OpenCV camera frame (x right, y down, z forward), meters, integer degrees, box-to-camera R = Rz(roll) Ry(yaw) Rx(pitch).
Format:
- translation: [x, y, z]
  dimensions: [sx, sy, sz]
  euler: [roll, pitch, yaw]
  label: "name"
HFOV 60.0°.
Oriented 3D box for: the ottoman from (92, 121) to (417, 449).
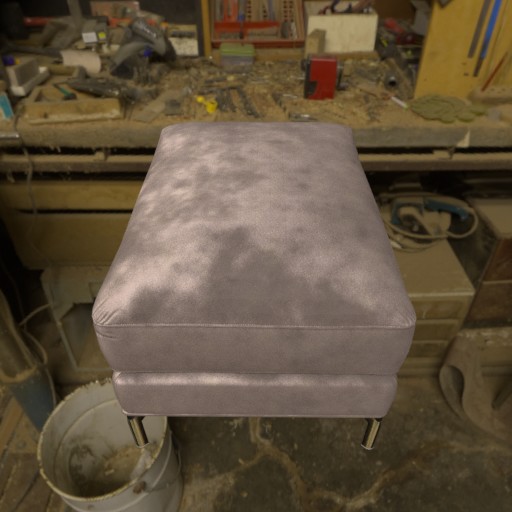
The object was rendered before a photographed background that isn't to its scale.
- translation: [0.000, 0.000, 1.048]
  dimensions: [0.520, 0.456, 0.719]
  euler: [0, 41, 0]
  label: "ottoman"
